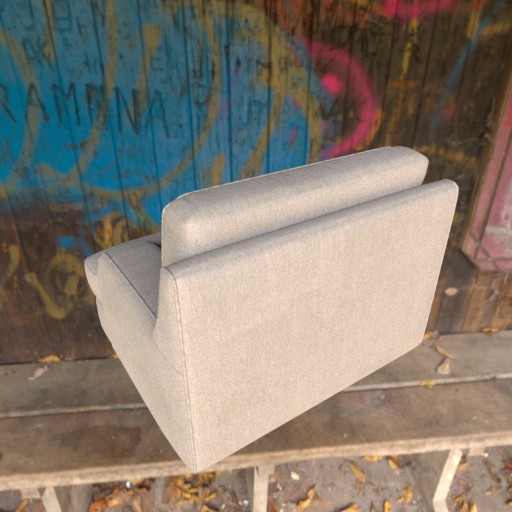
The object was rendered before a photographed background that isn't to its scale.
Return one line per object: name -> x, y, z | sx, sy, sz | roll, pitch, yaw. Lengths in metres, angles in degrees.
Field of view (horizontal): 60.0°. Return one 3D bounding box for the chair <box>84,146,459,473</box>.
chair -> 0.000, 0.000, 1.934 | 1.270, 0.974, 1.043 | -19, 35, -29
